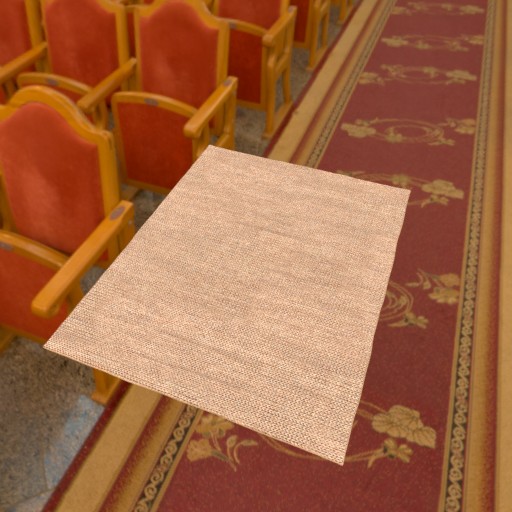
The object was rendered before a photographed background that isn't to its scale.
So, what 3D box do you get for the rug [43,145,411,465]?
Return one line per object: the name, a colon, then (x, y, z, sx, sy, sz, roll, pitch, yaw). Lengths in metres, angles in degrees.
rug: (0.000, 0.000, 4.150, 2.429, 0.030, 3.052, 16, 49, 14)
